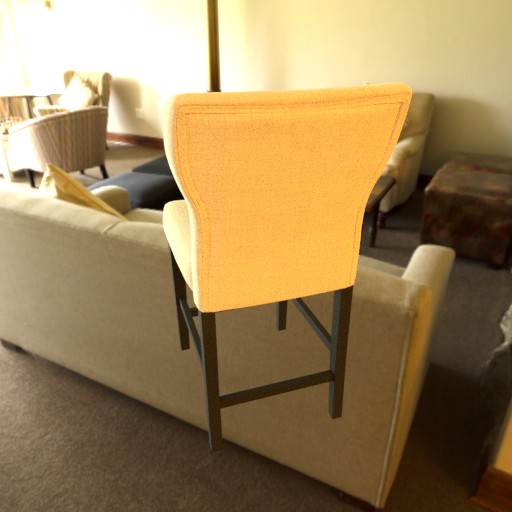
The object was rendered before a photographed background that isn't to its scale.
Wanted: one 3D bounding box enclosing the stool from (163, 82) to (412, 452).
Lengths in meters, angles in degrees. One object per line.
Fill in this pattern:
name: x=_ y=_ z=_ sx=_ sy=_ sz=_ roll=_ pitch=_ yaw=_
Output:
stool: x=0.000 y=0.000 z=1.281 sx=0.514 sy=0.972 sz=0.603 roll=-9 pitch=28 yaw=-16
